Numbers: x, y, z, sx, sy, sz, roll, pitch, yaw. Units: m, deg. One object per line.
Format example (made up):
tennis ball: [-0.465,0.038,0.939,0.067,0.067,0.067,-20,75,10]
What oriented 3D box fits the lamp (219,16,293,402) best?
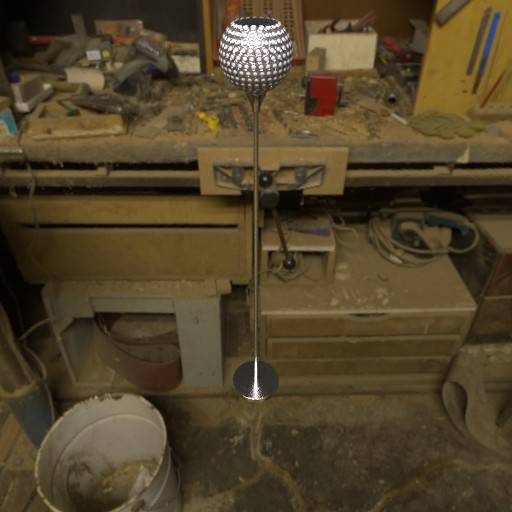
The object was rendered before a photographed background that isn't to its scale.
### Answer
lamp: [0.000,0.000,1.889,0.254,1.805,0.254,0,39,0]
